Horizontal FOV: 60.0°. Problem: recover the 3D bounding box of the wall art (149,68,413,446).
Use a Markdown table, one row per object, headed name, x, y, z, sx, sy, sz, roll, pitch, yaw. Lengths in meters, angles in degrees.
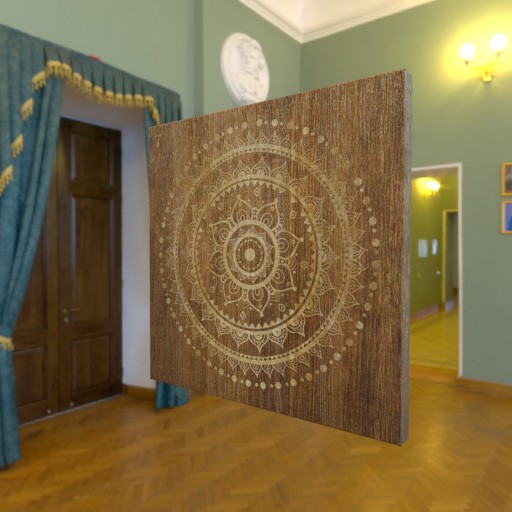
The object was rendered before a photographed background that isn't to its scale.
| name | x | y | z | sx | sy | sz | roll | pitch | yaw |
| --- | --- | --- | --- | --- | --- | --- | --- | --- | --- |
| wall art | 0.000 | 0.000 | 0.899 | 0.611 | 0.608 | 0.042 | 1 | 1 | 36 |
